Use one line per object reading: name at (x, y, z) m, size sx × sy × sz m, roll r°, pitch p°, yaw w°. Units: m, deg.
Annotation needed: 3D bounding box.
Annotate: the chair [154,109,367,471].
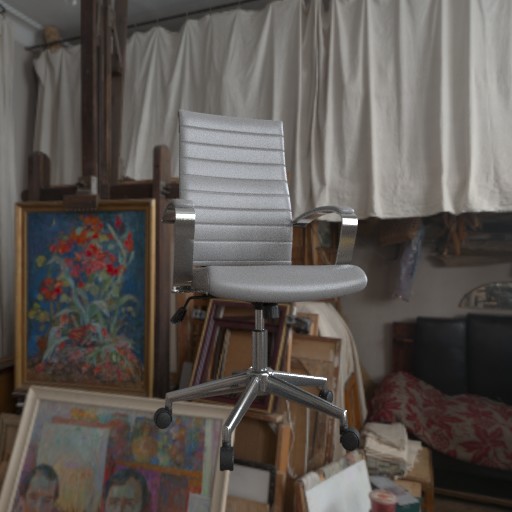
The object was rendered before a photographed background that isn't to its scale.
chair at (0.000, 0.000, 1.535) m, size 0.679 × 1.149 × 0.667 m, roll 0°, pitch 0°, yaw -19°
